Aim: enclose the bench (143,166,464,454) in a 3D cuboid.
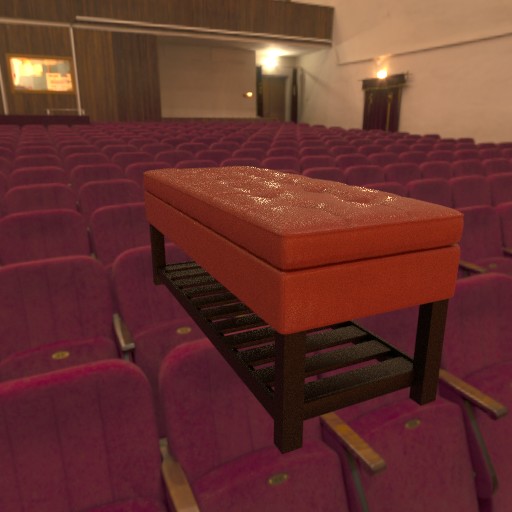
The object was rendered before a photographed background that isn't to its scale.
[{"bbox_3d":[0.000,0.000,1.339,0.432,0.460,1.105,-8,18,-24],"label":"bench"}]
